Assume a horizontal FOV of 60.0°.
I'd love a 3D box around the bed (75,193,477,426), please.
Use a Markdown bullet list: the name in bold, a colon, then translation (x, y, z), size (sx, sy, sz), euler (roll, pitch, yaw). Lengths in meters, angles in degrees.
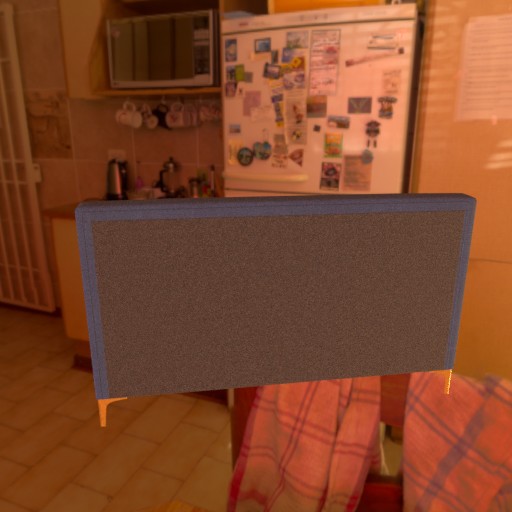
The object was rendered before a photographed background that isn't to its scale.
- **bed**: translation (0.000, 0.000, 3.448), size (2.096, 1.231, 2.232), euler (-2, 16, -8)
